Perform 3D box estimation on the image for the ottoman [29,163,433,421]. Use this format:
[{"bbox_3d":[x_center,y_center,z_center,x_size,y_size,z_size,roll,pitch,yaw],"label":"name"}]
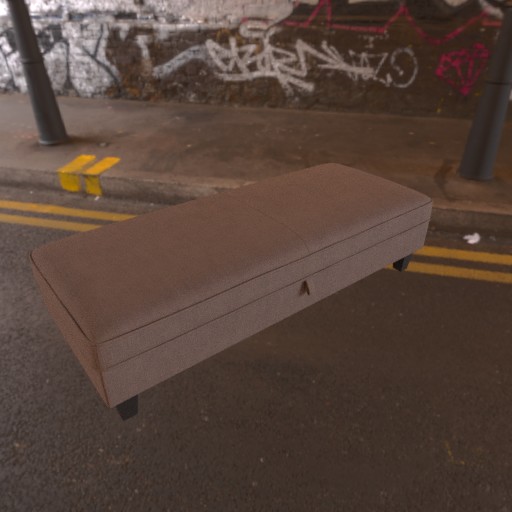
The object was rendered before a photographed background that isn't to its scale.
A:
[{"bbox_3d":[0.000,0.000,2.059,1.764,0.470,0.751,-22,37,-32],"label":"ottoman"}]
